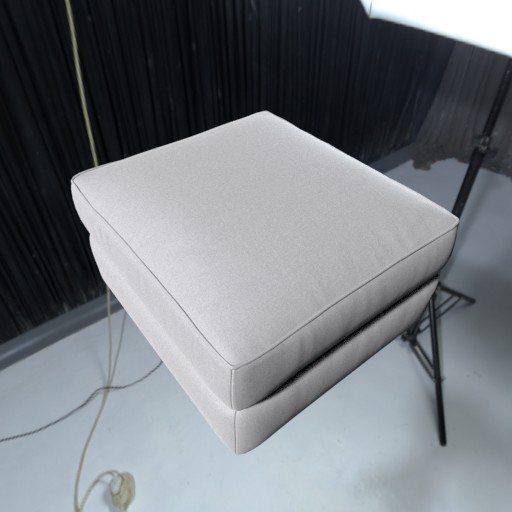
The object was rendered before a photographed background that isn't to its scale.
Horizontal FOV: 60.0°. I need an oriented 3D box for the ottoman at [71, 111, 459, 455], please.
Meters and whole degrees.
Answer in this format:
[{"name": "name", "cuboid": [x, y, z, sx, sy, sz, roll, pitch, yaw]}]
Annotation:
[{"name": "ottoman", "cuboid": [0.000, 0.000, 1.150, 0.662, 0.505, 0.721, -28, 50, -27]}]
